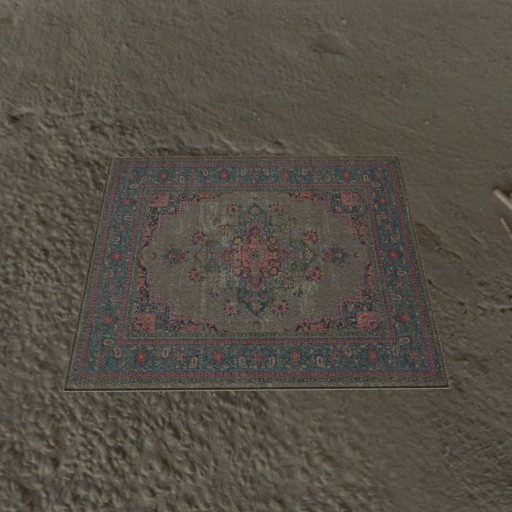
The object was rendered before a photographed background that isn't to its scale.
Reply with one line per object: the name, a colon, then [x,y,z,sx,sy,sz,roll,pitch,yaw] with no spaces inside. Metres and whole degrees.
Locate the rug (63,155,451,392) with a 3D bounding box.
rug: [0.000,0.000,4.089,3.057,0.013,2.434,0,60,0]
